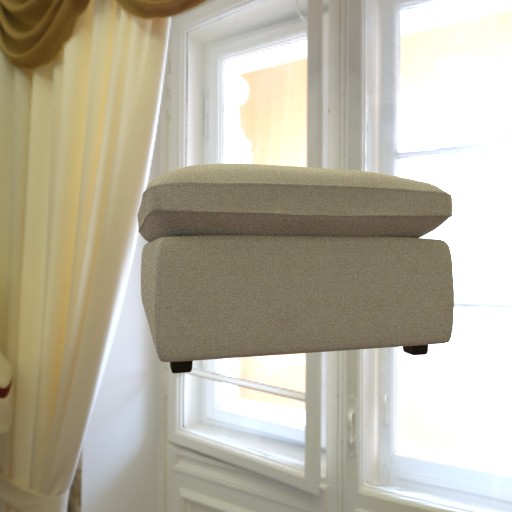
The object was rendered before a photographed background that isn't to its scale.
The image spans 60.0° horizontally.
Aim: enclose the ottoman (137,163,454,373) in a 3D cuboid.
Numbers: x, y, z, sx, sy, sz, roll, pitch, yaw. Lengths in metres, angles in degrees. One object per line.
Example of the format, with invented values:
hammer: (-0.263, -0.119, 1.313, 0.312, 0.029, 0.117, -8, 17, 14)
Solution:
ottoman: (0.000, 0.000, 1.351, 0.686, 0.453, 0.984, 0, 1, -16)
